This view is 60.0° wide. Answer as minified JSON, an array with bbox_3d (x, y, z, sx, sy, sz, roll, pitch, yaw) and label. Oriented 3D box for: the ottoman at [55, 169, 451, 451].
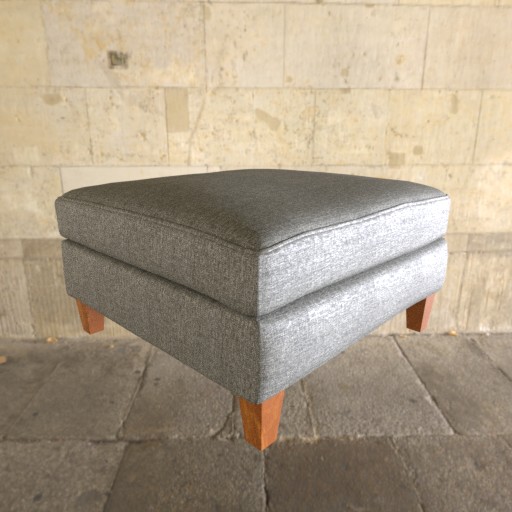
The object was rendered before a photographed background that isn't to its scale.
[{"bbox_3d":[0.000,0.000,1.320,0.838,0.481,0.838,16,23,42],"label":"ottoman"}]
